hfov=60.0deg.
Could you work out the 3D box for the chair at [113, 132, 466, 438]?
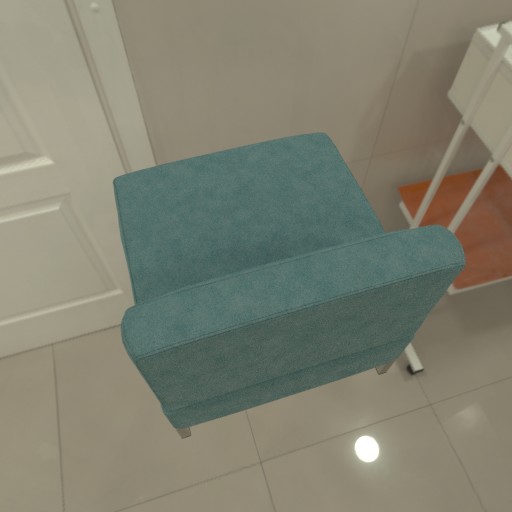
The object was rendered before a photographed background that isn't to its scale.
[{"bbox_3d":[0.000,0.000,1.223,0.684,0.660,0.685,-15,58,-9],"label":"chair"}]
